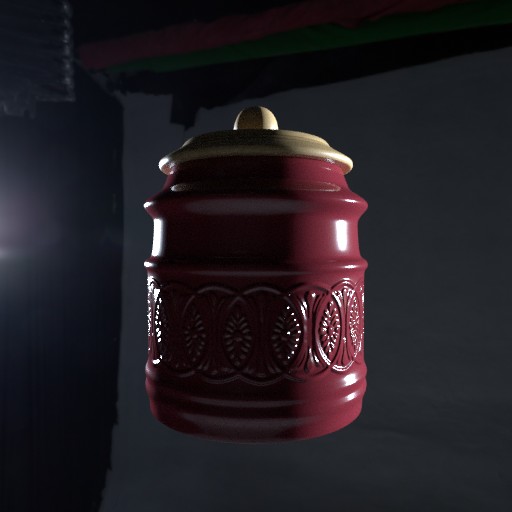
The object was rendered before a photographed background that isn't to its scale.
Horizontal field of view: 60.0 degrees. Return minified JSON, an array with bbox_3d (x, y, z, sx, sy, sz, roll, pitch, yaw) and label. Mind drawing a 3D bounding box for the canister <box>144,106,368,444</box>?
[{"bbox_3d":[0.000,0.000,0.266,0.130,0.176,0.130,0,1,0],"label":"canister"}]
